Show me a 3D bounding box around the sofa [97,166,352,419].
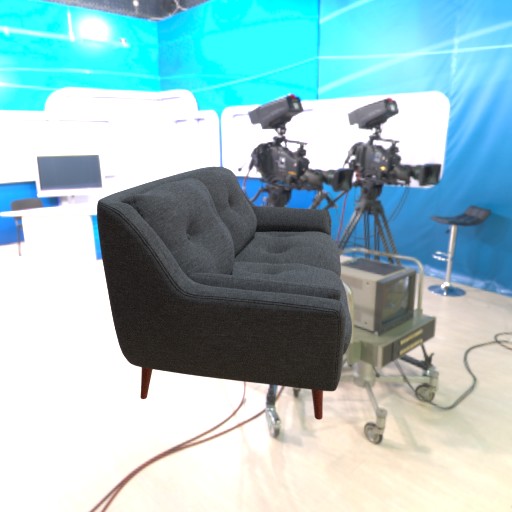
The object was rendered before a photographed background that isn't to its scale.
[{"bbox_3d":[0.000,0.000,2.467,0.975,0.896,1.929,2,15,7],"label":"sofa"}]
